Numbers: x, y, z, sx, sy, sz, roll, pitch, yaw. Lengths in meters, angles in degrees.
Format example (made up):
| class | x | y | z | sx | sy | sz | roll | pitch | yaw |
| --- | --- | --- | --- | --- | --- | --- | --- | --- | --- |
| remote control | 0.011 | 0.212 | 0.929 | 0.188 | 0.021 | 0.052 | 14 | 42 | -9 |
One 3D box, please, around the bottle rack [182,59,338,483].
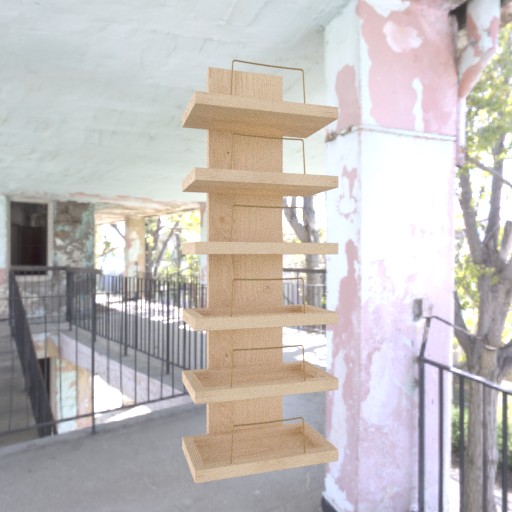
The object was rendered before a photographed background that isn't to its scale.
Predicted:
| class | x | y | z | sx | sy | sz | roll | pitch | yaw |
| --- | --- | --- | --- | --- | --- | --- | --- | --- | --- |
| bottle rack | 0.000 | 0.000 | 1.063 | 0.330 | 0.943 | 0.206 | 0 | 0 | -18 |
